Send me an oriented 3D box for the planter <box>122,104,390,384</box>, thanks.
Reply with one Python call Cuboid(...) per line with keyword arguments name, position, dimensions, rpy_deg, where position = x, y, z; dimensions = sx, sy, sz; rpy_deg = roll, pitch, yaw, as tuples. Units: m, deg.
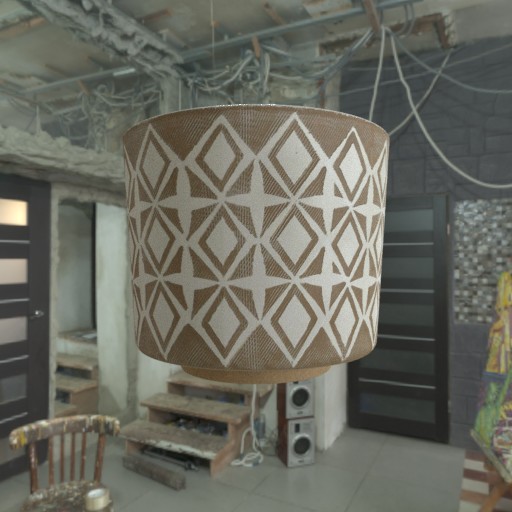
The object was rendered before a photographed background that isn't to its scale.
Cuboid(name="planter", position=(0.000, 0.000, 0.450), dimensions=(0.260, 0.220, 0.260), rpy_deg=(0, 0, 0))
